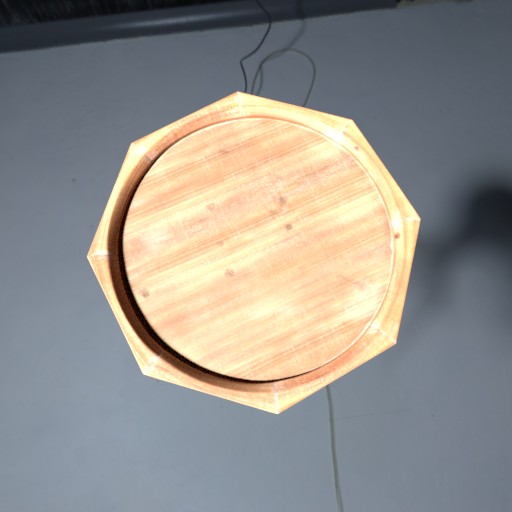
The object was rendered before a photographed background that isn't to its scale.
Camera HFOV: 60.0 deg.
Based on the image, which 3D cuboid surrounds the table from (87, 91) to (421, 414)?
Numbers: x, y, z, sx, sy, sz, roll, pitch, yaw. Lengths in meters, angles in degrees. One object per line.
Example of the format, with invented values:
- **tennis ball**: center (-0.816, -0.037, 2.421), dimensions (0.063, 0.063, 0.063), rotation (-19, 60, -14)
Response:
- **table**: center (0.000, 0.000, 1.531), dimensions (1.002, 0.444, 1.002), rotation (0, 75, 0)
